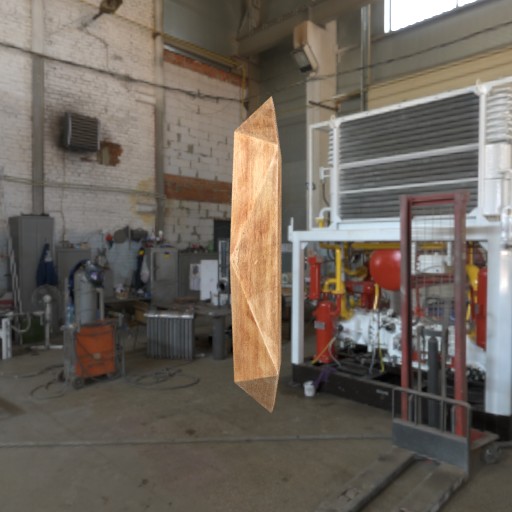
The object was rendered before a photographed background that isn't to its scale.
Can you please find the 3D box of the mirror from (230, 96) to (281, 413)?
[{"bbox_3d":[0.000,0.000,1.090,0.091,0.779,0.675,0,1,0],"label":"mirror"}]
